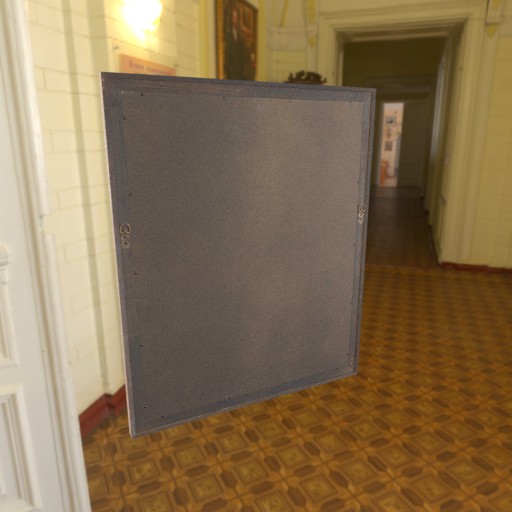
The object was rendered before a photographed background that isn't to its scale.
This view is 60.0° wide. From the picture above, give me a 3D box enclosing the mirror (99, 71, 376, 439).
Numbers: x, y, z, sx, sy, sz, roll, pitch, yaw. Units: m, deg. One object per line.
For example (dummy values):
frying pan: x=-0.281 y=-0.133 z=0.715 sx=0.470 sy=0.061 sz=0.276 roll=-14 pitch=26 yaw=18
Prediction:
mirror: x=0.000 y=0.000 z=1.199 sx=0.730 sy=0.882 sz=0.032 roll=-7 pitch=17 yaw=-26
